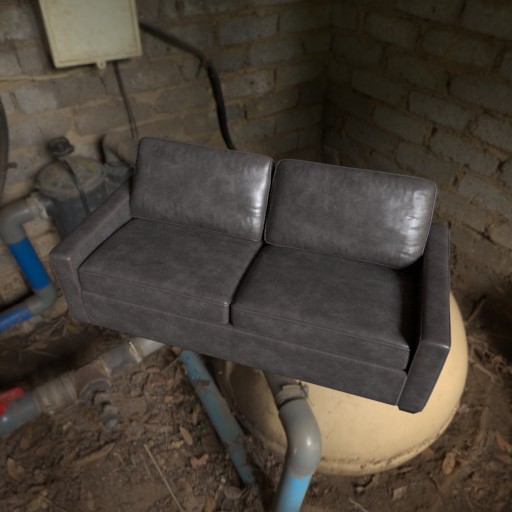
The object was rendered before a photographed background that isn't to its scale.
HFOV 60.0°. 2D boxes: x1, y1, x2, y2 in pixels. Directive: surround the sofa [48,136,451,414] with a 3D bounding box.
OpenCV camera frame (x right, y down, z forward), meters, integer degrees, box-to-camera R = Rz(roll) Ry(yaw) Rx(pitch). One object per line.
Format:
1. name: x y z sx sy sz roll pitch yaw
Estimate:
1. sofa: 0.000 0.000 2.537 2.081 0.916 0.939 12 42 14
